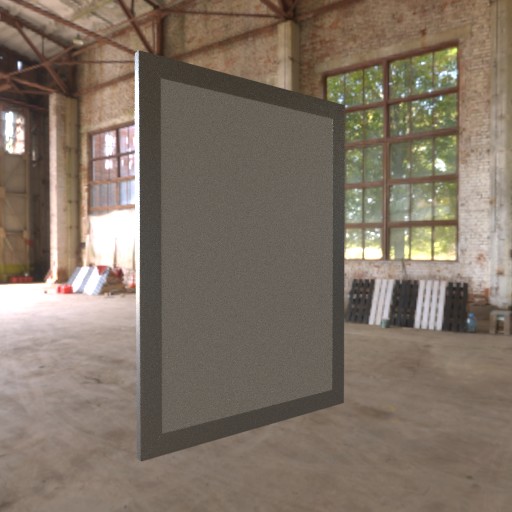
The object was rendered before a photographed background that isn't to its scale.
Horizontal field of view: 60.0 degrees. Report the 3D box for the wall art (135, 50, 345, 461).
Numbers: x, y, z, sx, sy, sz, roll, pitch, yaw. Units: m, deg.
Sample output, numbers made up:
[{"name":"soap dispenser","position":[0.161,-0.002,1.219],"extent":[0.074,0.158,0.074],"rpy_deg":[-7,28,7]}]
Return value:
[{"name":"wall art","position":[0.000,0.000,0.683],"extent":[0.376,0.529,0.013],"rpy_deg":[-1,1,-35]}]
